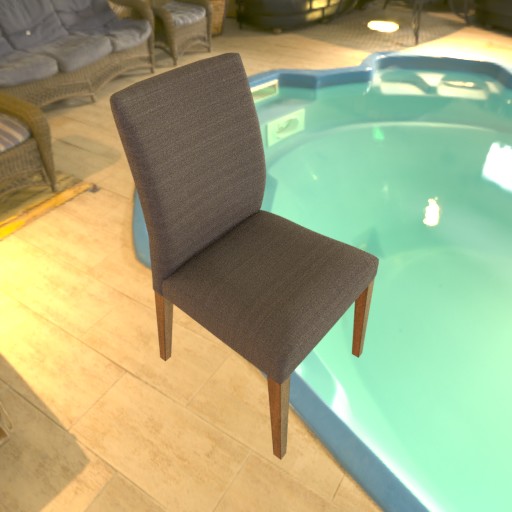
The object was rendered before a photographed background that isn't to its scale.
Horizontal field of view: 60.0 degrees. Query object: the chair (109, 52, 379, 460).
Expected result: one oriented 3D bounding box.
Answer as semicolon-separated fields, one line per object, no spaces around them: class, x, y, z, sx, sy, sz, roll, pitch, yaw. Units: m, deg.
chair;0.000;0.000;1.283;0.585;0.940;0.496;28;48;28
